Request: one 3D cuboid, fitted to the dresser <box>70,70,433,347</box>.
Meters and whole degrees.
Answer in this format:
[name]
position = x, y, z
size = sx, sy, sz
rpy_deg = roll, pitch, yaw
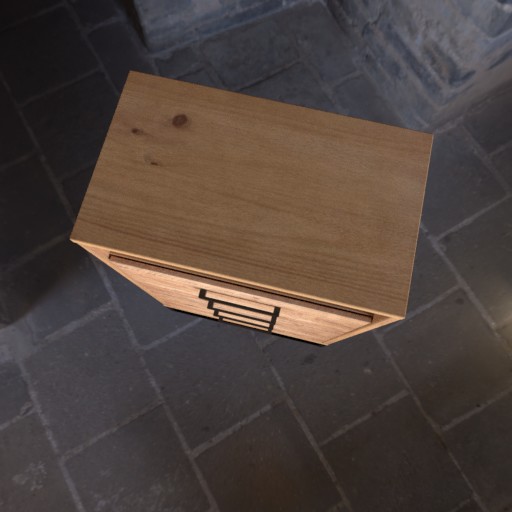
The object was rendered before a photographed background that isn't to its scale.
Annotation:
[dresser]
position = 0.000, 0.000, 1.619
size = 0.761, 1.240, 0.479
rpy_deg = 13, 76, 3
